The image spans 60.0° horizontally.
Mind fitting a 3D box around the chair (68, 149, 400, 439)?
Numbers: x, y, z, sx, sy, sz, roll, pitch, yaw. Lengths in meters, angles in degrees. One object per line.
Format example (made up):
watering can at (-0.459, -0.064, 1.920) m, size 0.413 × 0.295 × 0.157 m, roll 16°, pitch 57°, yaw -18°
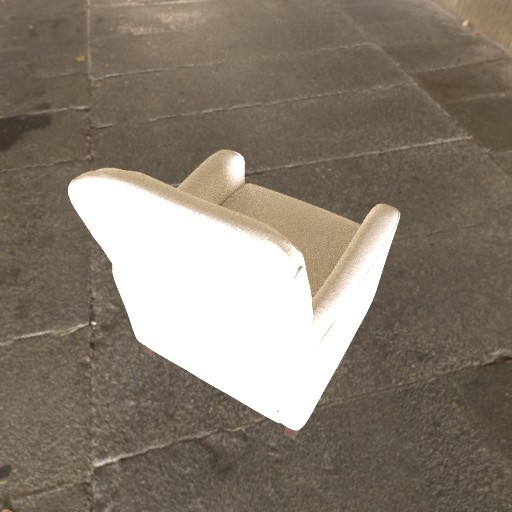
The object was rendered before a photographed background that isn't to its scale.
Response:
chair at (0.000, 0.000, 1.647) m, size 0.841 × 1.028 × 0.858 m, roll 24°, pitch 52°, yaw 20°
